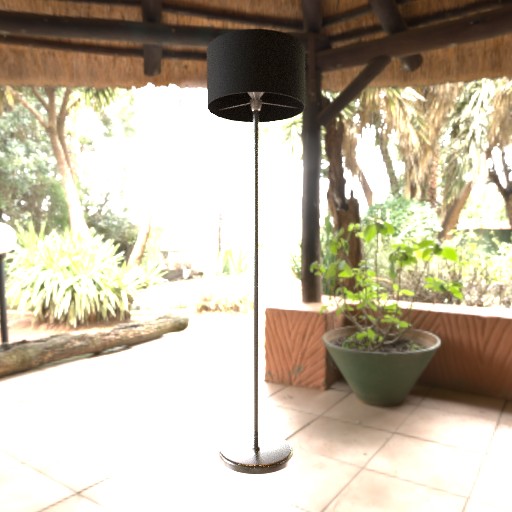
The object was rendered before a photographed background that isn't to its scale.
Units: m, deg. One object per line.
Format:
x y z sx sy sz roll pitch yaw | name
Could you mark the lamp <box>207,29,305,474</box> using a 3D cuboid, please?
0.000 0.000 1.588 0.348 1.443 0.348 1 1 35 | lamp
